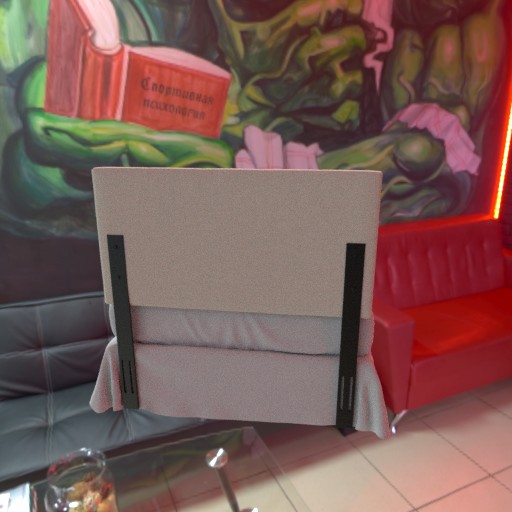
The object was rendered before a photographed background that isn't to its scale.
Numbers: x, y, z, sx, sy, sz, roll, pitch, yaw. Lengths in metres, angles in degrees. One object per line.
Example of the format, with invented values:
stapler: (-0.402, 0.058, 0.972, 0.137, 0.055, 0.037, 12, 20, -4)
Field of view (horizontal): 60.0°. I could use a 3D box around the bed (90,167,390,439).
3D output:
bed: (0.000, 0.000, 3.599, 1.936, 1.577, 2.222, 2, 17, 8)
